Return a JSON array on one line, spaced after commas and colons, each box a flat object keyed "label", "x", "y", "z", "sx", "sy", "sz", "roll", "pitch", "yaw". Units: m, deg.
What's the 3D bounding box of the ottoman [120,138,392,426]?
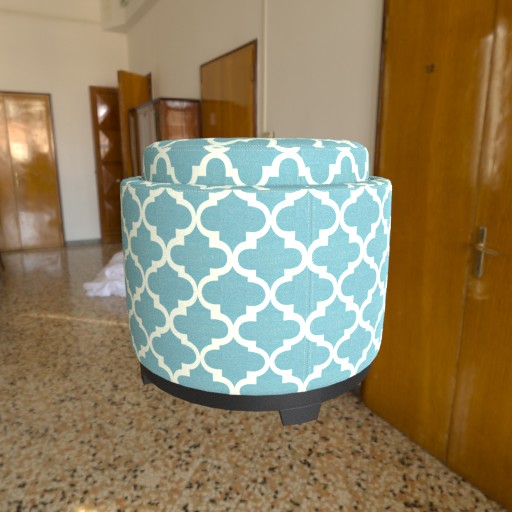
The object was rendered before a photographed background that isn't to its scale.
[{"label": "ottoman", "x": 0.000, "y": 0.000, "z": 0.838, "sx": 0.480, "sy": 0.429, "sz": 0.480, "roll": 0, "pitch": 13, "yaw": 0}]
